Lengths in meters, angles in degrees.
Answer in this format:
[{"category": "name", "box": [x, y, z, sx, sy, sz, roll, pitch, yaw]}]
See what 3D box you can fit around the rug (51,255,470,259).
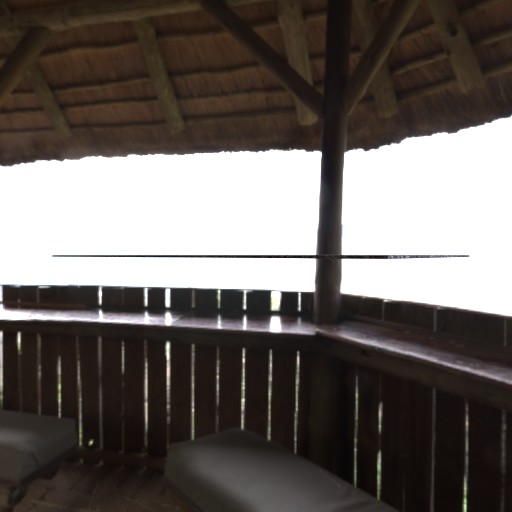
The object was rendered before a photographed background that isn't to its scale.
[{"category": "rug", "box": [0.000, 0.000, 2.277, 1.814, 0.012, 1.186, 0, 0, 36]}]
